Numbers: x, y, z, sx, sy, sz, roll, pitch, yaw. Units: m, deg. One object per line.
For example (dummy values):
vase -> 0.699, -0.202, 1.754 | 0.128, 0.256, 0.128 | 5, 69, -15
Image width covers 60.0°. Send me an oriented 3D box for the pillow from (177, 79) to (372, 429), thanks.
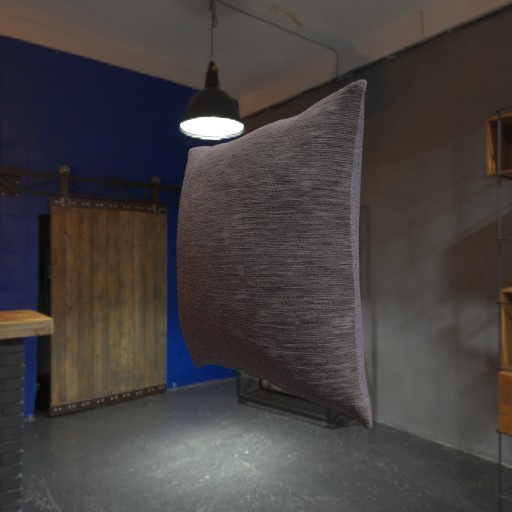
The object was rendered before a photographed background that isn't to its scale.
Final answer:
pillow -> 0.000, 0.000, 0.715 | 0.204, 0.439, 0.452 | 0, -1, -36
